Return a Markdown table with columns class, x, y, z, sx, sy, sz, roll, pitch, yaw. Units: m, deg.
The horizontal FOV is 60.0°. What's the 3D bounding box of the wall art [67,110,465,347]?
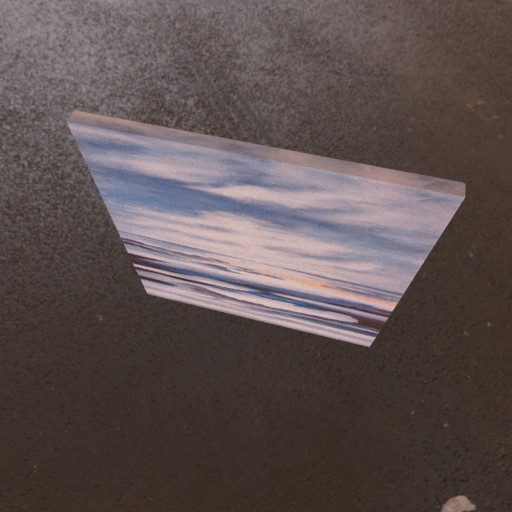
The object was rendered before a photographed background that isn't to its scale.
| class | x | y | z | sx | sy | sz | roll | pitch | yaw |
| --- | --- | --- | --- | --- | --- | --- | --- | --- | --- |
| wall art | 0.000 | 0.000 | 1.131 | 0.747 | 0.747 | 0.035 | 12 | 60 | 7 |
